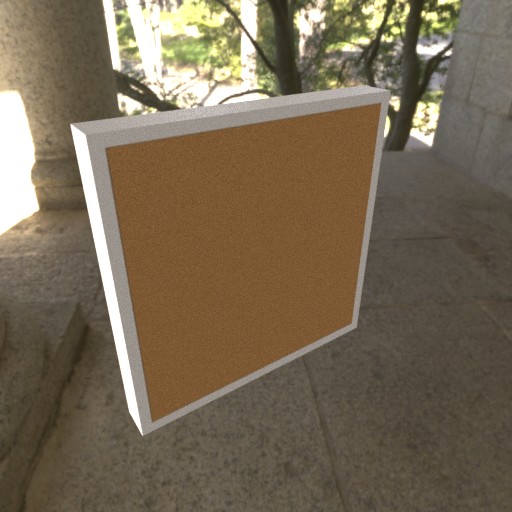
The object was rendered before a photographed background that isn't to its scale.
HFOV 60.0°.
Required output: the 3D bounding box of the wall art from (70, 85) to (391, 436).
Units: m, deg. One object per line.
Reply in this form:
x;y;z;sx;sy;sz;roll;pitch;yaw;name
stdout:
0.000;0.000;0.462;0.305;0.305;0.038;-19;35;-29;wall art
